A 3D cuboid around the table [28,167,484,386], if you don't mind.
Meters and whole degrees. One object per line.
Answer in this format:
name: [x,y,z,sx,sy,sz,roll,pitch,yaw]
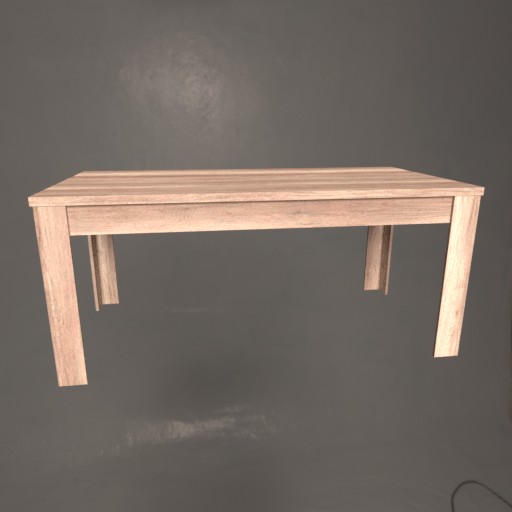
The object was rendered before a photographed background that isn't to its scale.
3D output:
table: [0.000,0.000,2.269,1.800,0.790,0.900,-2,17,-8]
